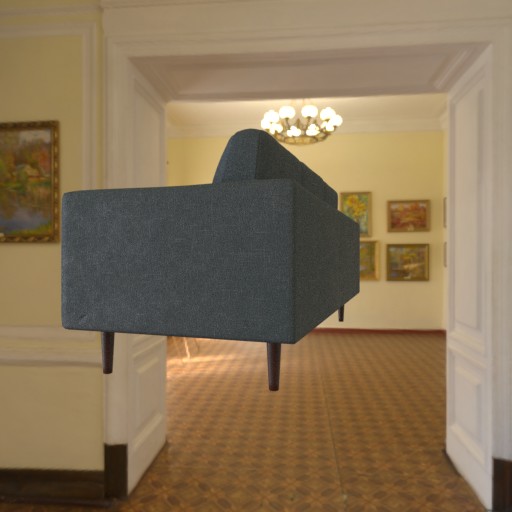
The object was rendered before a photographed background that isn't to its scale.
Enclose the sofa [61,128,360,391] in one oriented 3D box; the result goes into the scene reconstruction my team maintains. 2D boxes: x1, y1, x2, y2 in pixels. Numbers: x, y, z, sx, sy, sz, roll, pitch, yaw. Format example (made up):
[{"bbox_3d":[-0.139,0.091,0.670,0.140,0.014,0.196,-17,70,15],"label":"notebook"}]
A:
[{"bbox_3d":[0.000,0.000,2.462,0.935,0.945,2.013,0,0,19],"label":"sofa"}]
